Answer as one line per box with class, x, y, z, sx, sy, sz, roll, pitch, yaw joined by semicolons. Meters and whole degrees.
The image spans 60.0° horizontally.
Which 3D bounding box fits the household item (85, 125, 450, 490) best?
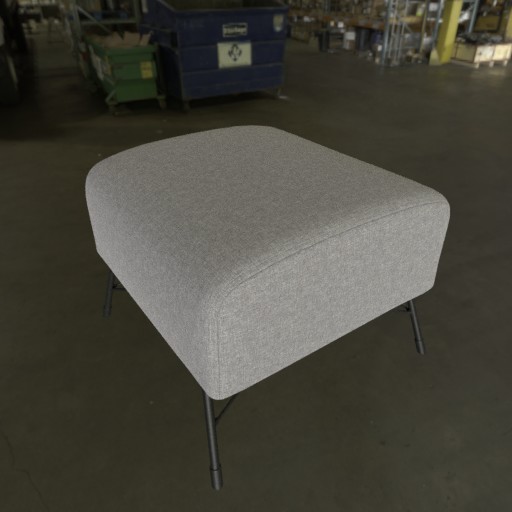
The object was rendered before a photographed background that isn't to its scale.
household item;0.000;0.000;0.897;0.530;0.410;0.530;-21;38;-29
